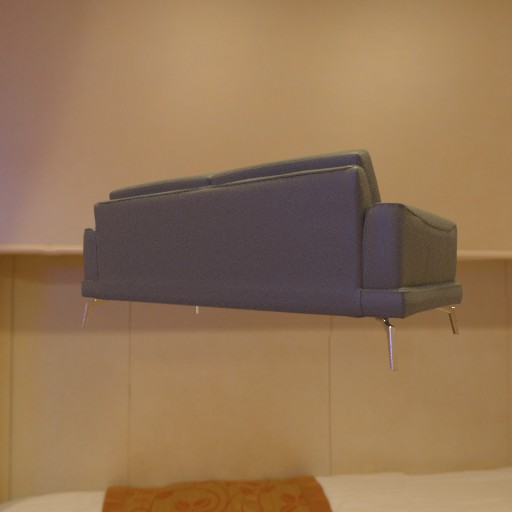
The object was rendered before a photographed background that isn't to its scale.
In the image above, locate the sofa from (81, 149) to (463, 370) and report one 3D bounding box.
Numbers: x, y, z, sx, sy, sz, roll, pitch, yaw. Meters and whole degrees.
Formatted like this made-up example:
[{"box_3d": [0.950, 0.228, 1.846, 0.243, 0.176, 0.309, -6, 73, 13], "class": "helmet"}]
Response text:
[{"box_3d": [0.000, 0.000, 2.741, 2.177, 0.930, 1.121, -1, -2, 36], "class": "sofa"}]
